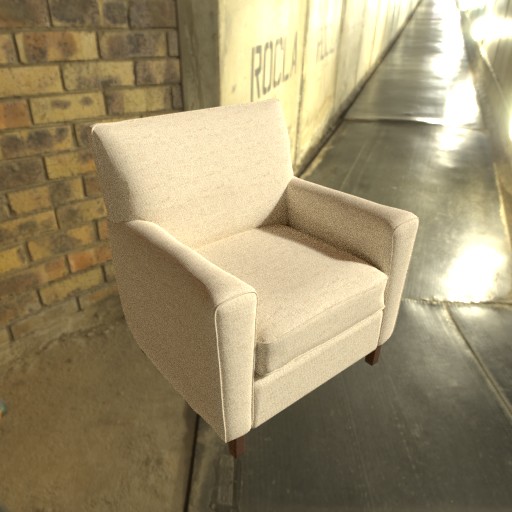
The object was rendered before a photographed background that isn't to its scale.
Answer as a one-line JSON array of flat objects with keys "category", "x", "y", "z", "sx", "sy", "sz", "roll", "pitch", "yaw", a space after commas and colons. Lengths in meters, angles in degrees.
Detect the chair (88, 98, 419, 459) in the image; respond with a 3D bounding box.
[{"category": "chair", "x": 0.000, "y": 0.000, "z": 1.643, "sx": 0.870, "sy": 0.943, "sz": 0.823, "roll": -21, "pitch": 36, "yaw": -33}]
